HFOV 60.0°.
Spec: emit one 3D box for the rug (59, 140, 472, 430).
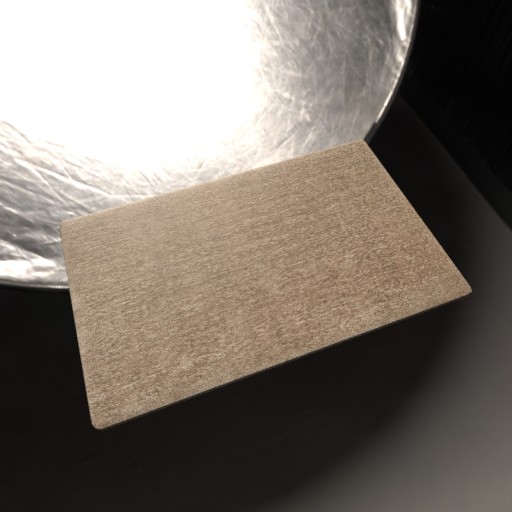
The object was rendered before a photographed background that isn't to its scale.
[{"bbox_3d":[0.000,0.000,3.041,2.469,0.024,1.539,-17,59,-11],"label":"rug"}]
